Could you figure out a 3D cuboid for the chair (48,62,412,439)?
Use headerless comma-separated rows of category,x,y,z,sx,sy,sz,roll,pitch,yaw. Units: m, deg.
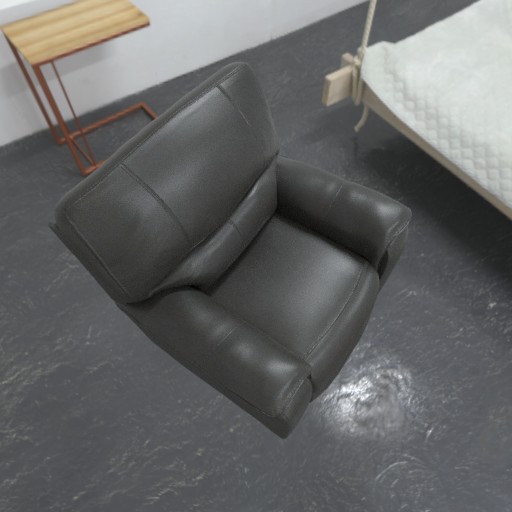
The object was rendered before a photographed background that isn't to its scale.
chair,0.000,0.000,1.928,1.087,1.109,1.096,31,63,18
